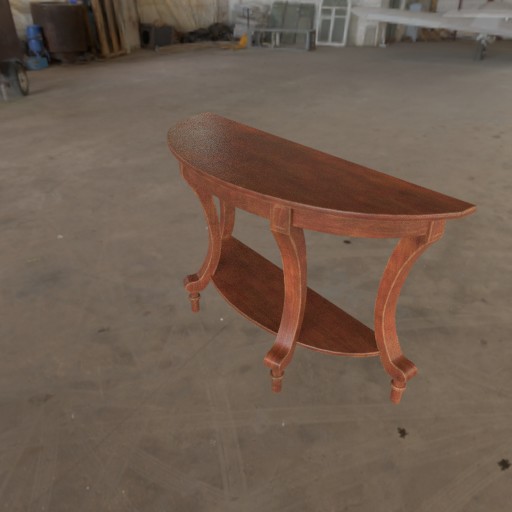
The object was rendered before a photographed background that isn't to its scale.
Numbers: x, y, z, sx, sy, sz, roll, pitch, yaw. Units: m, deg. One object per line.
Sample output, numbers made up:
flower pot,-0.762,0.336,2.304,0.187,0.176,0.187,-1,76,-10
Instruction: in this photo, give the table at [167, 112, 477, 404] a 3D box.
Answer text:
table,0.000,0.000,1.522,0.394,0.699,1.198,-21,36,-31
